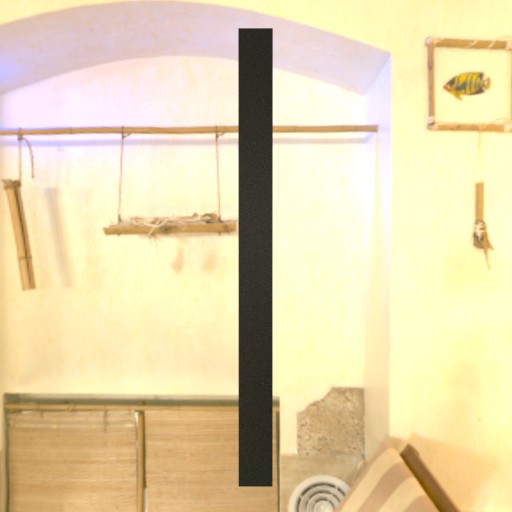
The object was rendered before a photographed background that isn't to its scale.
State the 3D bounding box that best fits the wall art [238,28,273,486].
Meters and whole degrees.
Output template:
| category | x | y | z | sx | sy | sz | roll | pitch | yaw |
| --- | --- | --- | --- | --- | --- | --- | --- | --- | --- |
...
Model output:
| category | x | y | z | sx | sy | sz | roll | pitch | yaw |
| --- | --- | --- | --- | --- | --- | --- | --- | --- | --- |
| wall art | 0.000 | 0.000 | 0.742 | 0.038 | 0.506 | 0.506 | 0 | 1 | 0 |
